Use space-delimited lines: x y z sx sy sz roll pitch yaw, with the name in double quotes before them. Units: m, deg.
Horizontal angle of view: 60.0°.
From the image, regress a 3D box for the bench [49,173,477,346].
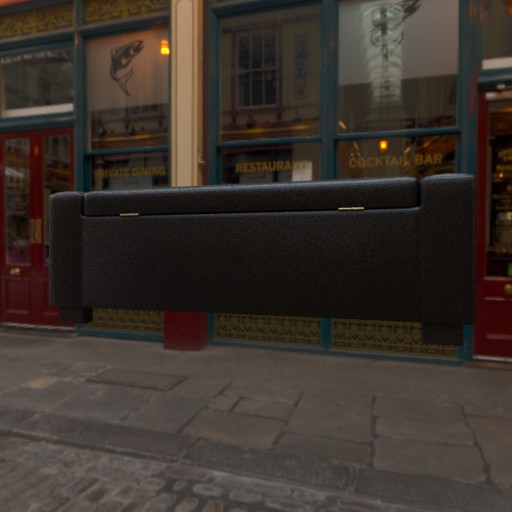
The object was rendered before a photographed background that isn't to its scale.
"bench" 0.000 0.000 1.519 1.296 0.445 0.508 0 1 17
